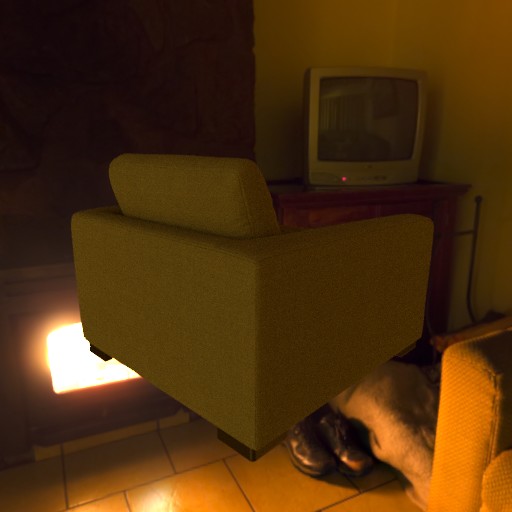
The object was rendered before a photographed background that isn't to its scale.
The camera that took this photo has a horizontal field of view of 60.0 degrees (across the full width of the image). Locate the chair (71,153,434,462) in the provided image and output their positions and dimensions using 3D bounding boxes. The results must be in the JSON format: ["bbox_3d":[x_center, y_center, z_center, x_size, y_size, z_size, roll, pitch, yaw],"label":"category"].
[{"bbox_3d":[0.000,0.000,1.873,1.070,0.847,1.100,13,20,43],"label":"chair"}]
